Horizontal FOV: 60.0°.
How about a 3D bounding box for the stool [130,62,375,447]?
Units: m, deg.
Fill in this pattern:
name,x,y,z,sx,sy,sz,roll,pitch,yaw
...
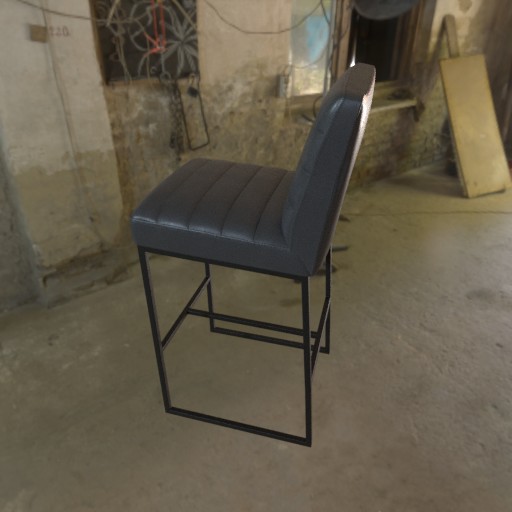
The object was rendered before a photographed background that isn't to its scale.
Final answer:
name,x,y,z,sx,sy,sz,roll,pitch,yaw
stool,0.000,0.000,1.323,0.552,1.040,0.457,8,32,13
